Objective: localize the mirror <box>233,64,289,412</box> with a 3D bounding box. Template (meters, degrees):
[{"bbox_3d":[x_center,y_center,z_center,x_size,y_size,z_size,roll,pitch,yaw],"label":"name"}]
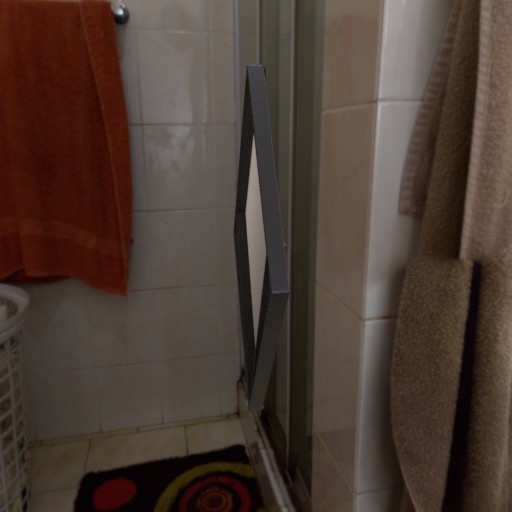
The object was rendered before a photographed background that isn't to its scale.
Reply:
[{"bbox_3d":[0.000,0.000,0.848,0.032,0.679,0.419,-3,15,-10],"label":"mirror"}]
